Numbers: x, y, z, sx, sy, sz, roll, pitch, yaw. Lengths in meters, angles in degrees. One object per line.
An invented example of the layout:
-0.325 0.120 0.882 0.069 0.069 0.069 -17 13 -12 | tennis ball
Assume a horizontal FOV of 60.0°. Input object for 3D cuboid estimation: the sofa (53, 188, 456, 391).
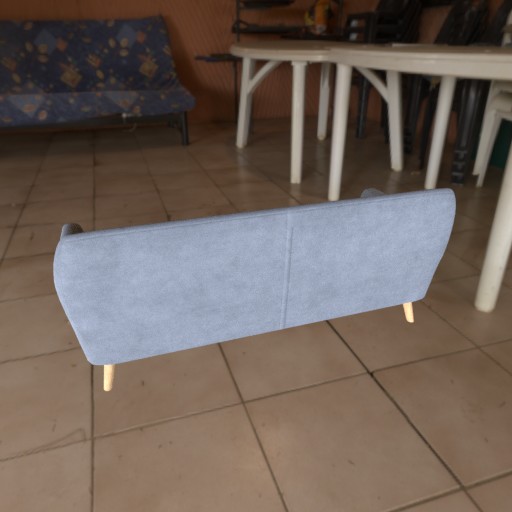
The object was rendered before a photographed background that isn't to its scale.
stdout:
0.000 0.000 2.435 1.970 0.830 0.830 -9 28 -17 | sofa
